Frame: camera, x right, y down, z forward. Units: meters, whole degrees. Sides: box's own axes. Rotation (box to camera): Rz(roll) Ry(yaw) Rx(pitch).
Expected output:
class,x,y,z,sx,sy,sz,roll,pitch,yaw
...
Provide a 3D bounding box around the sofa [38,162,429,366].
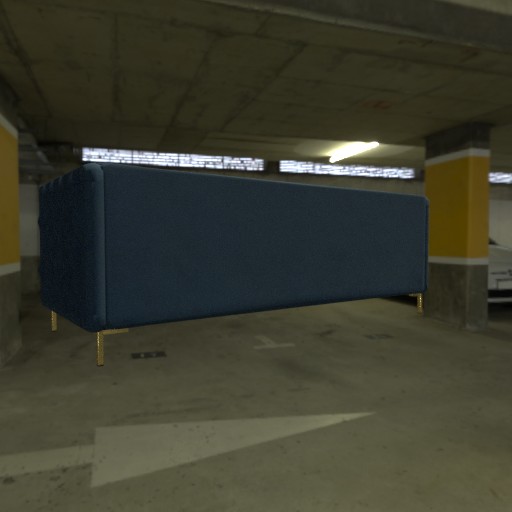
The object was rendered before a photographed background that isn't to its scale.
class,x,y,z,sx,sy,sz,roll,pitch,yaw
sofa,0.000,0.000,2.597,2.209,0.771,0.895,-1,3,-36
